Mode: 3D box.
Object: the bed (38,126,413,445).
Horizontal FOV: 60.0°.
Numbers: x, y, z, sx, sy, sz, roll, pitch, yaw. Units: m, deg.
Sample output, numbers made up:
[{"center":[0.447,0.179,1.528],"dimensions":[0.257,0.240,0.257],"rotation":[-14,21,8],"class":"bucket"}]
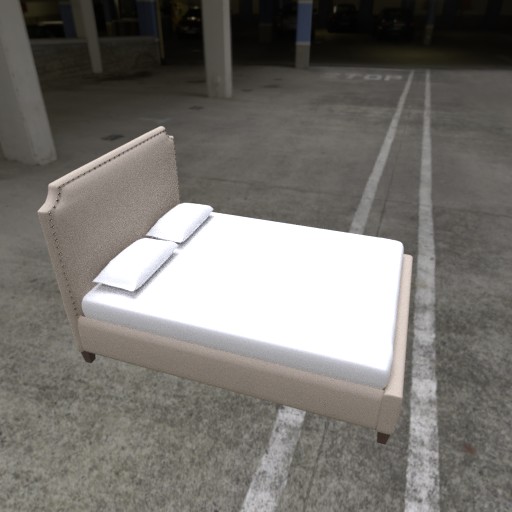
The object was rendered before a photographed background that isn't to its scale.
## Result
[{"center":[0.000,0.000,3.432],"dimensions":[2.372,1.443,1.713],"rotation":[10,33,16],"class":"bed"}]
